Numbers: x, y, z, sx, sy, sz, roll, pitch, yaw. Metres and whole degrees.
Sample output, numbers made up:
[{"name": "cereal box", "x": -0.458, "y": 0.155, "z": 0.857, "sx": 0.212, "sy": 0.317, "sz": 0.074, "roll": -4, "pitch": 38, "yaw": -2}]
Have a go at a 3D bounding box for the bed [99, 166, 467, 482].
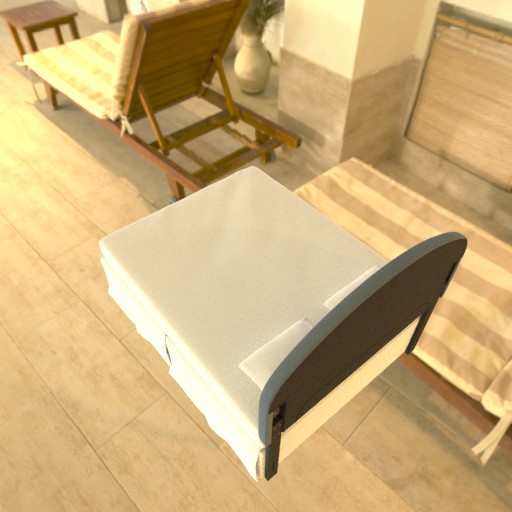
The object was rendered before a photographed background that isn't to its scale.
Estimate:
[{"name": "bed", "x": 0.000, "y": 0.000, "z": 3.027, "sx": 1.607, "sy": 1.410, "sz": 2.005, "roll": -31, "pitch": 54, "yaw": -26}]
